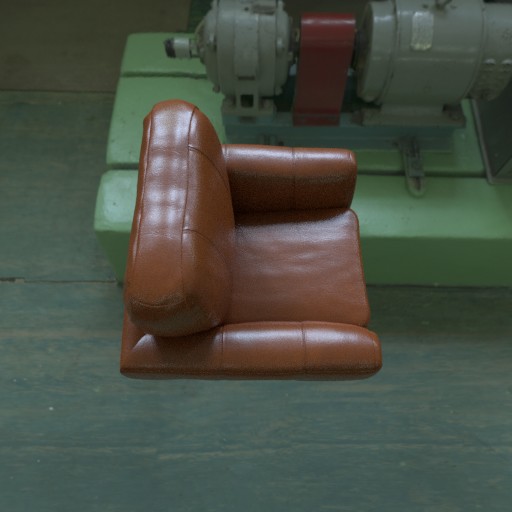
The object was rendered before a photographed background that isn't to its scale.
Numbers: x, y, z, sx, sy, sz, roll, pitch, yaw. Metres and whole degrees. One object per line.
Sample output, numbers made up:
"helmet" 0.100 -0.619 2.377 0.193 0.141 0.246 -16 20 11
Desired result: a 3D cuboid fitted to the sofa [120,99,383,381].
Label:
"sofa" 0.000 0.000 1.512 0.789 0.876 0.836 -1 65 0
